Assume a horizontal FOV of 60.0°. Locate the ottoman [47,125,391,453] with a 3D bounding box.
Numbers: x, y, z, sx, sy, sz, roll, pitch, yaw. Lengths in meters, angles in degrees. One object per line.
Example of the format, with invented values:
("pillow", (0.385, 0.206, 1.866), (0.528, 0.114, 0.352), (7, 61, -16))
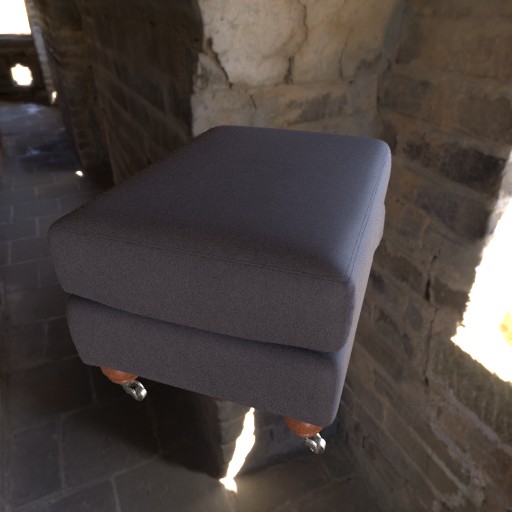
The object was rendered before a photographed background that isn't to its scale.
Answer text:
("ottoman", (0.000, 0.000, 1.113), (0.574, 0.497, 0.773), (10, 32, 16))
